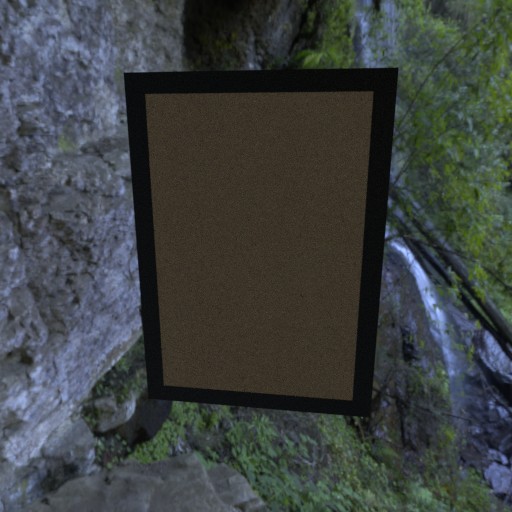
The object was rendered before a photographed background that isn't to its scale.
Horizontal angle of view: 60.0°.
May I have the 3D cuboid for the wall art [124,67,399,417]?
[{"bbox_3d":[0.000,0.000,0.686,0.381,0.534,0.013,2,16,8],"label":"wall art"}]
